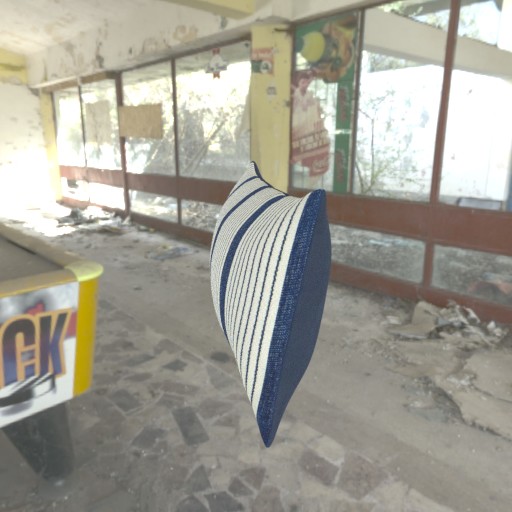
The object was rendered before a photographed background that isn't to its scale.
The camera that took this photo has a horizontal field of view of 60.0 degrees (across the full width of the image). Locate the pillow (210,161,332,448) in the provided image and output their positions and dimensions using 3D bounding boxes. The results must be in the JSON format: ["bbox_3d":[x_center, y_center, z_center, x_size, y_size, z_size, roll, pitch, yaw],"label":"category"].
[{"bbox_3d":[0.000,0.000,0.753,0.156,0.292,0.608,-2,14,-7],"label":"pillow"}]
